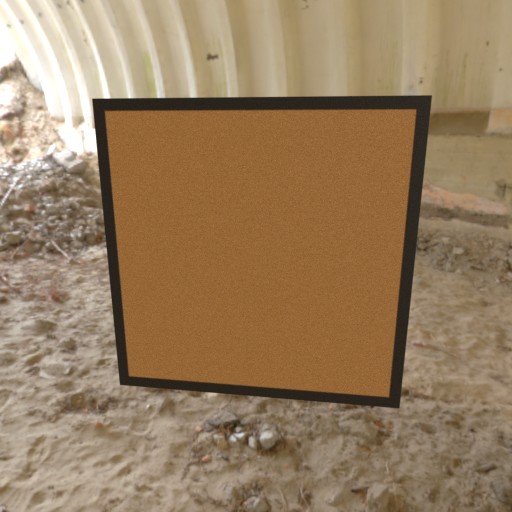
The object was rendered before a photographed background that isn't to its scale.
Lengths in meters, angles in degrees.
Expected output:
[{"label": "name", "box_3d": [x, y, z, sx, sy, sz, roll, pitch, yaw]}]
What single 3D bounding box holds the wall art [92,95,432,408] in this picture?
[{"label": "wall art", "box_3d": [0.000, 0.000, 0.452, 0.304, 0.304, 0.038, 2, 16, 8]}]
